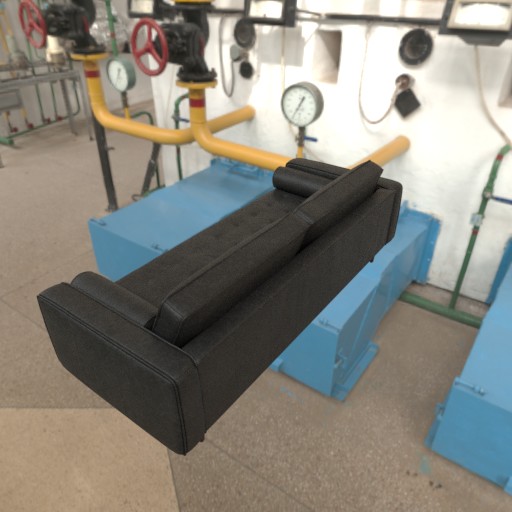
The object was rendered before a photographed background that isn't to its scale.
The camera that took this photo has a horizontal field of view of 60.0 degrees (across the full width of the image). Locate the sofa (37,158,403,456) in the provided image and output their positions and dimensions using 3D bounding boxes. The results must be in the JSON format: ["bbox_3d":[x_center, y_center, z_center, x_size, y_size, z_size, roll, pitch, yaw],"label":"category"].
[{"bbox_3d":[0.000,0.000,2.604,0.914,0.762,2.210,22,39,30],"label":"sofa"}]
